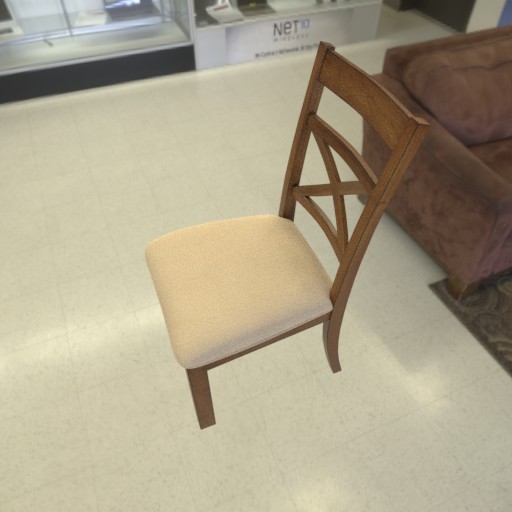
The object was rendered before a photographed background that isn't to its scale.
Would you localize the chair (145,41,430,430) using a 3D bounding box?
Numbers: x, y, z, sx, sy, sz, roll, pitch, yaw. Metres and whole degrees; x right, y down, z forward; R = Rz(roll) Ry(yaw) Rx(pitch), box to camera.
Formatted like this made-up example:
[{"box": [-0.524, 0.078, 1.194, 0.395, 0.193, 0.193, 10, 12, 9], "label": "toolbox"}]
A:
[{"box": [0.000, 0.000, 1.245, 0.581, 0.949, 0.461, -16, 49, -14], "label": "chair"}]
